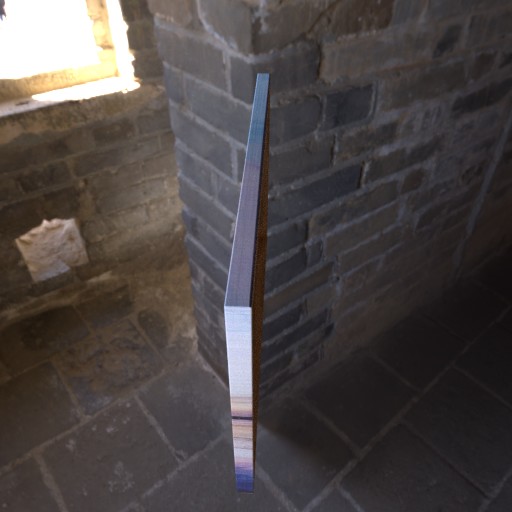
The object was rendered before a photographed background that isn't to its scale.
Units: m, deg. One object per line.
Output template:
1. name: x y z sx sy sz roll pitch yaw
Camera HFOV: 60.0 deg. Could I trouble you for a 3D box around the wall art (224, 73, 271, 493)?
1. wall art: 0.000 0.000 1.130 0.037 0.605 0.911 2 41 2
